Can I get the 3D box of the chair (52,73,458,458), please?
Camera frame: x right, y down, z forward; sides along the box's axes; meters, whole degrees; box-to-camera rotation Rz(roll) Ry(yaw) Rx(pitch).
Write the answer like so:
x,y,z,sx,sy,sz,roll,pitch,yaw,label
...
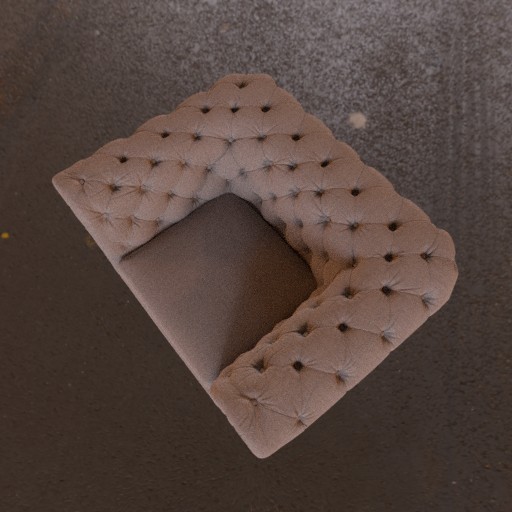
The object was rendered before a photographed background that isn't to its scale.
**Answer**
x,y,z,sx,sy,sz,roll,pitch,yaw,label
0.000,0.000,1.853,0.976,0.770,1.270,-37,70,-16,chair
